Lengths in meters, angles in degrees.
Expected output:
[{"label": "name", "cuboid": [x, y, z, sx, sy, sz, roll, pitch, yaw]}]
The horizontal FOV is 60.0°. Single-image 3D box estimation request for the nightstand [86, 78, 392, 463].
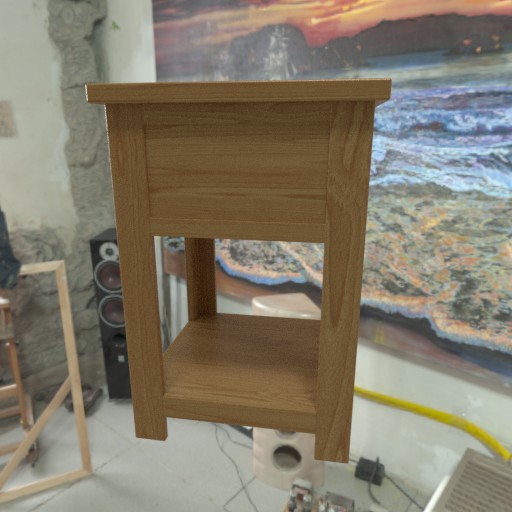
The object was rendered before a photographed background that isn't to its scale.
[{"label": "nightstand", "cuboid": [0.000, 0.000, 0.885, 0.428, 0.614, 0.418, 3, 16, 10]}]
